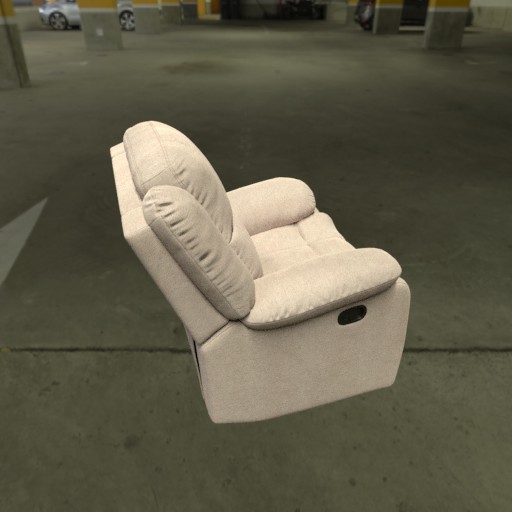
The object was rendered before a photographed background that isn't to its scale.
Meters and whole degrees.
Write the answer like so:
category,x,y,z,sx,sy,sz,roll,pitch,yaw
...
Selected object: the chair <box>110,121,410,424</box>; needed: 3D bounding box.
category,x,y,z,sx,sy,sz,roll,pitch,yaw
chair,0.000,0.000,1.719,0.944,1.008,0.899,-9,31,-16
